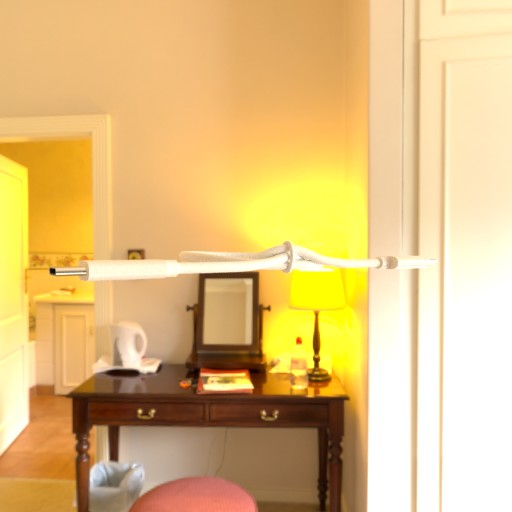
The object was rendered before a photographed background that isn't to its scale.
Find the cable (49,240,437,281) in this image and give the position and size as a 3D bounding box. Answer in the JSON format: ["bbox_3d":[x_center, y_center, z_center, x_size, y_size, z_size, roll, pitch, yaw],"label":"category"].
[{"bbox_3d":[0.000,0.000,0.208,0.186,0.014,0.070,-1,1,-35],"label":"cable"}]
